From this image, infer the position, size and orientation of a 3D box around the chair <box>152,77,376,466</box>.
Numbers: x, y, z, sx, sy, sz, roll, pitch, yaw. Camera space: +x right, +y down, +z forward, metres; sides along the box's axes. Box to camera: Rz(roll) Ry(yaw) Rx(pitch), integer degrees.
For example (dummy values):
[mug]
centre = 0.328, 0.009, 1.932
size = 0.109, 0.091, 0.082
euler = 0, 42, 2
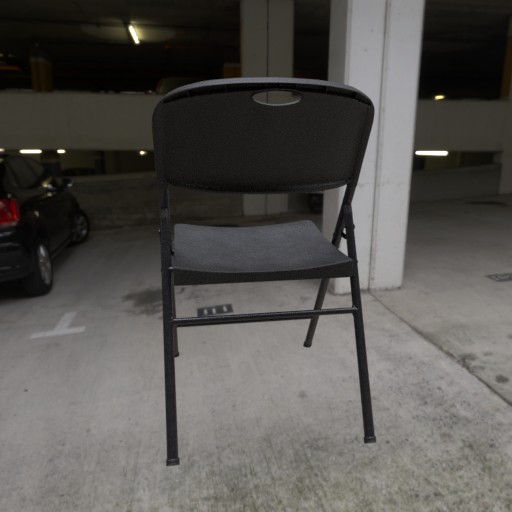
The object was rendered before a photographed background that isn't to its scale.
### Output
[chair]
centre = 0.000, 0.000, 1.174
size = 0.494, 0.810, 0.566
euler = -2, 14, -9
